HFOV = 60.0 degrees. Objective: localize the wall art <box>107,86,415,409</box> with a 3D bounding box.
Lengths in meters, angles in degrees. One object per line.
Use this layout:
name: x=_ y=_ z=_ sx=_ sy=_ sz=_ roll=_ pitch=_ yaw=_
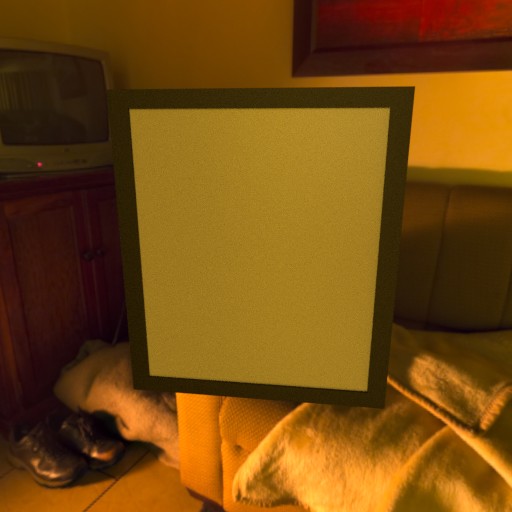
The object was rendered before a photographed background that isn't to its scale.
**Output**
wall art: x=0.000 y=0.000 z=0.539 sx=0.330 sy=0.381 sz=0.029 roll=2 pitch=17 yaw=7
